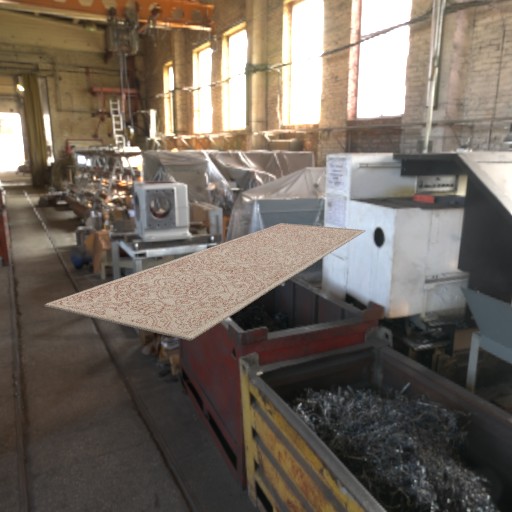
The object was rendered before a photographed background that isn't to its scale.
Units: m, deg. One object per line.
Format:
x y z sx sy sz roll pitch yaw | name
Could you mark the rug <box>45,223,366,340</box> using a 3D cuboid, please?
0.000 0.000 2.774 0.769 0.012 2.448 7 15 27 | rug
